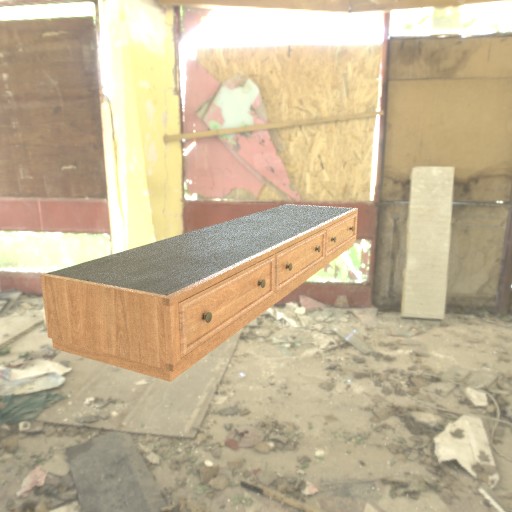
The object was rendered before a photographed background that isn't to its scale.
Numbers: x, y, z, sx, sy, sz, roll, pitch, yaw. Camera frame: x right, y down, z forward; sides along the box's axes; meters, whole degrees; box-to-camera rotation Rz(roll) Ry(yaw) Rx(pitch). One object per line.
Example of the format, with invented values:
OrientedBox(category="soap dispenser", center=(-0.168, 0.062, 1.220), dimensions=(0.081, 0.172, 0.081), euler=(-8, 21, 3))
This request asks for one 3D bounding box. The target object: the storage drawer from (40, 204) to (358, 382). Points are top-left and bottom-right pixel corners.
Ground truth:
OrientedBox(category="storage drawer", center=(0.000, 0.000, 2.224), dimensions=(0.538, 0.264, 2.032), euler=(7, 15, 26))
